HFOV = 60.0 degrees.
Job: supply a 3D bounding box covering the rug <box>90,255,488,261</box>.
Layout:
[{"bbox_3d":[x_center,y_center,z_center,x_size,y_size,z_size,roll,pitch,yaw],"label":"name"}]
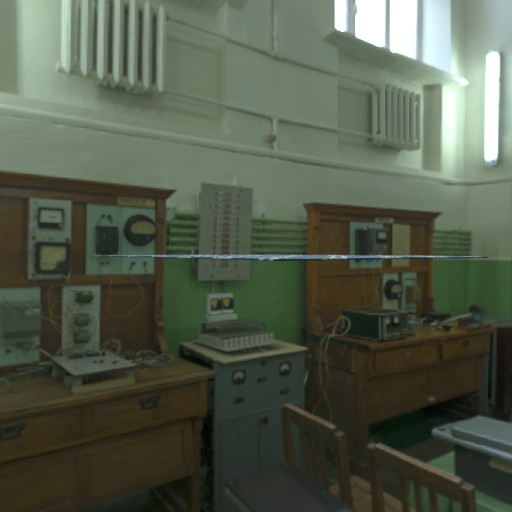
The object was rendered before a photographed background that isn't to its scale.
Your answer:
[{"bbox_3d":[0.000,0.000,2.224,1.153,0.010,1.755,0,1,-36],"label":"rug"}]
